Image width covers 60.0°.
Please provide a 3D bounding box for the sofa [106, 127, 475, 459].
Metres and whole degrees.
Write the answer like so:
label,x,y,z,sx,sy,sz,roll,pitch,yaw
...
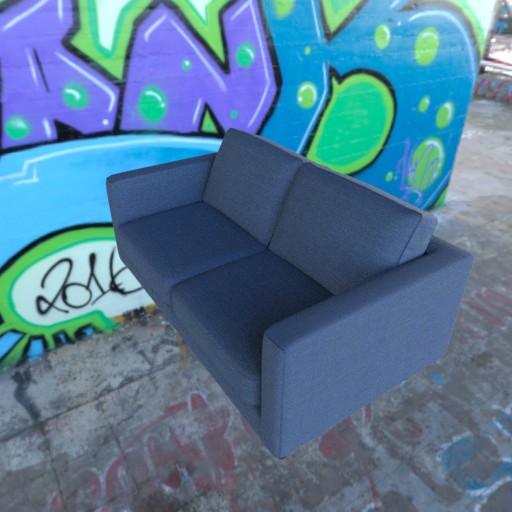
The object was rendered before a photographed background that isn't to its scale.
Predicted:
label,x,y,z,sx,sy,sz,roll,pitch,yaw
sofa,0.000,0.000,2.245,0.999,0.907,1.659,-20,37,-28
